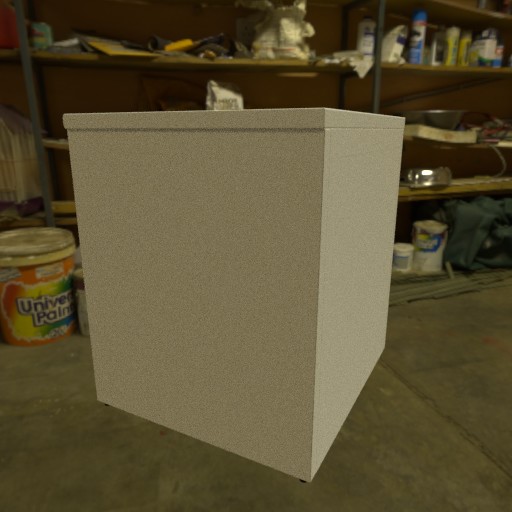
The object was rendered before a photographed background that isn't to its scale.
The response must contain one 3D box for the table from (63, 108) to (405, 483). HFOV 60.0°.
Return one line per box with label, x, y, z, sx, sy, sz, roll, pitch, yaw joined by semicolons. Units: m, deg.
table;0.000;0.000;0.764;0.380;0.460;0.420;8;18;27
